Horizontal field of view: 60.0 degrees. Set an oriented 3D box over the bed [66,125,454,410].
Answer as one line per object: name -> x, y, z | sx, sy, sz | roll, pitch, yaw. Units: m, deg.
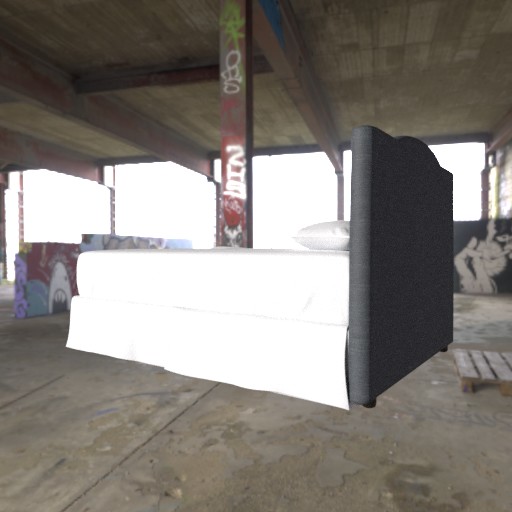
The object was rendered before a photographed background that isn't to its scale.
bed -> 0.000, 0.000, 3.439 | 2.507, 1.441, 1.747 | 1, 1, 36
